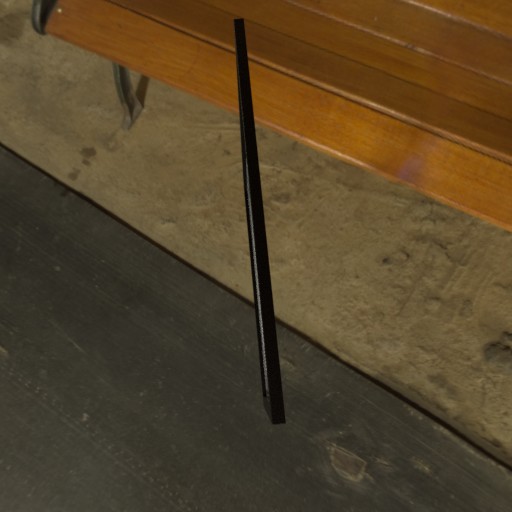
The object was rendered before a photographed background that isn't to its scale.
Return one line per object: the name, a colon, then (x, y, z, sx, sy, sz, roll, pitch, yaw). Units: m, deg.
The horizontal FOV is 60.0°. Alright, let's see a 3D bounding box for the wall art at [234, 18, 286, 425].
wall art: (0.000, 0.000, 0.684, 0.012, 0.458, 0.457, -5, 73, -2)
